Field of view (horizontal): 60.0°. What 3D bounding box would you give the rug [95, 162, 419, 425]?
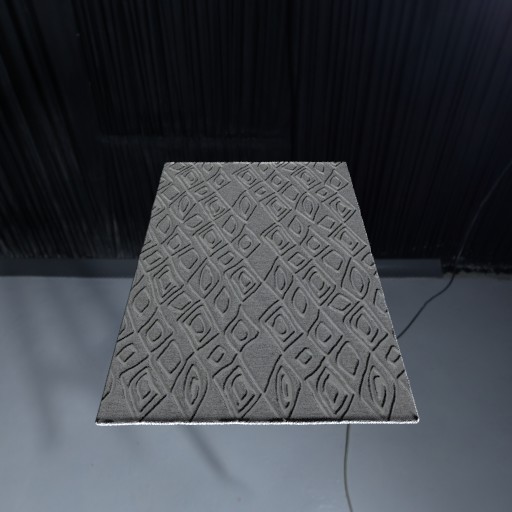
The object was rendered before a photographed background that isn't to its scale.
[{"bbox_3d":[0.000,0.000,2.323,1.224,0.016,1.832,0,43,0],"label":"rug"}]
